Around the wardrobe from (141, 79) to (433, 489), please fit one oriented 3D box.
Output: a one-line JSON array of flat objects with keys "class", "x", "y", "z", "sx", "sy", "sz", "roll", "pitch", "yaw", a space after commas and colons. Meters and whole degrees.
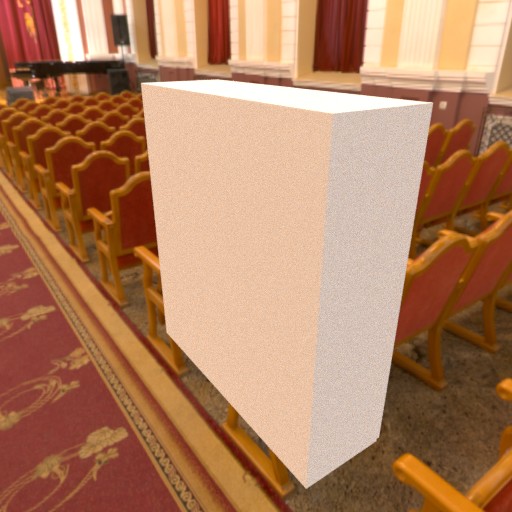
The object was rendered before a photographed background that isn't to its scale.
[{"class": "wardrobe", "x": 0.000, "y": 0.000, "z": 2.882, "sx": 0.600, "sy": 2.020, "sz": 1.830, "roll": -17, "pitch": 30, "yaw": -31}]
